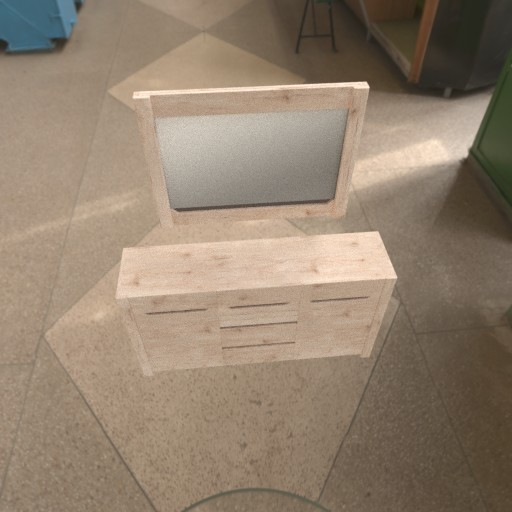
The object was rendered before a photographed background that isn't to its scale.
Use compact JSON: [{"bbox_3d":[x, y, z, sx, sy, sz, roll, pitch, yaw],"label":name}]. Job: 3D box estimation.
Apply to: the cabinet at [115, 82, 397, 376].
[{"bbox_3d":[0.000,0.000,2.754,1.700,1.981,0.420,-4,47,-4],"label":"cabinet"}]
